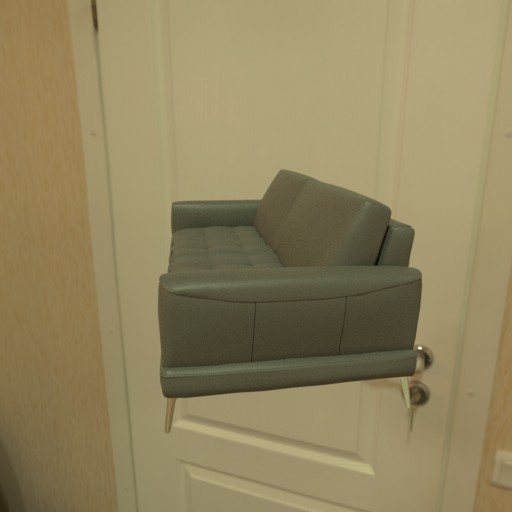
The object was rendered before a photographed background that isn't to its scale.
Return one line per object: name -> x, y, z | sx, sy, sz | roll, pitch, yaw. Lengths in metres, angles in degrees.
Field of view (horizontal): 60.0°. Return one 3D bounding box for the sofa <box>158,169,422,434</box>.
sofa -> 0.000, 0.000, 2.731 | 1.121, 0.930, 2.177 | -2, 16, -9
